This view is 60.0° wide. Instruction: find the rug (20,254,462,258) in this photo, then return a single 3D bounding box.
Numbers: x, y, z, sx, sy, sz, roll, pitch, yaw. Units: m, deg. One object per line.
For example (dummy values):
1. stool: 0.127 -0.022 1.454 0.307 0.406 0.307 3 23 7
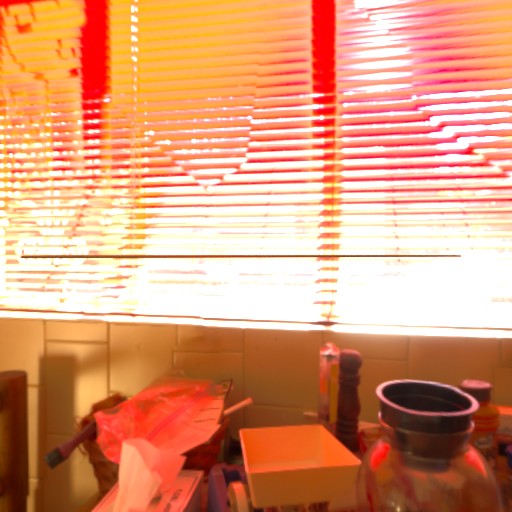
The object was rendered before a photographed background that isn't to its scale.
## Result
1. rug: 0.000 0.000 2.504 2.276 0.014 0.678 0 0 -19
